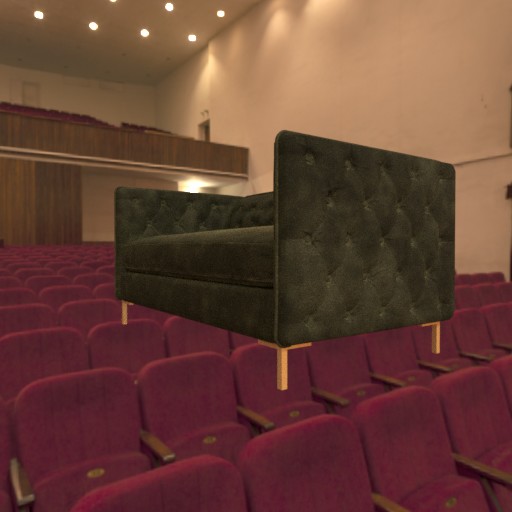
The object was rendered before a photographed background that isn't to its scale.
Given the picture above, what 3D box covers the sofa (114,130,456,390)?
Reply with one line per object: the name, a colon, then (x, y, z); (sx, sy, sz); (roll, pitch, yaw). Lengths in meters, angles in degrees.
sofa: (0.000, 0.000, 2.117); (0.895, 0.768, 1.537); (-1, 1, -35)
